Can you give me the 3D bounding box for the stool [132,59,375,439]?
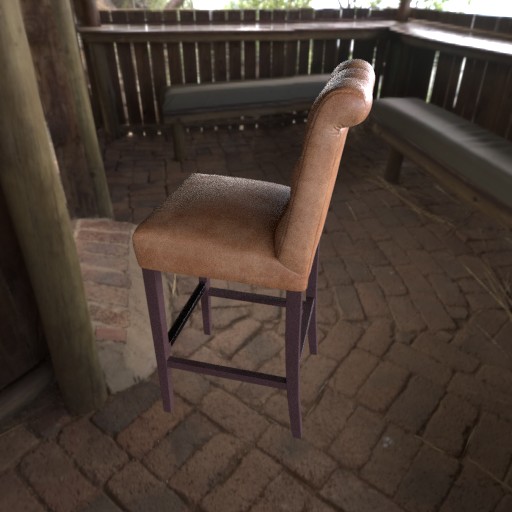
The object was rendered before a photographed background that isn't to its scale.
[{"bbox_3d":[0.000,0.000,1.433,0.601,1.140,0.493,7,32,12],"label":"stool"}]
